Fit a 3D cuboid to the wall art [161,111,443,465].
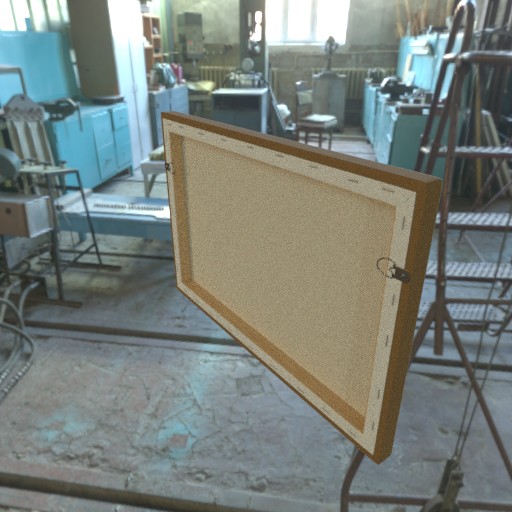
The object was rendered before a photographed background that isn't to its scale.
[{"bbox_3d":[0.000,0.000,0.471,0.019,0.254,0.380,-18,31,-32],"label":"wall art"}]
